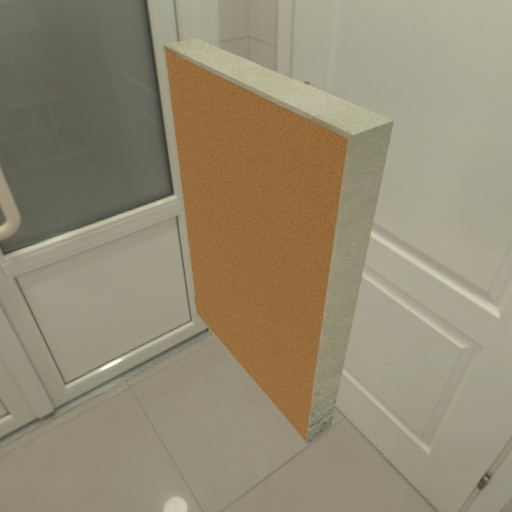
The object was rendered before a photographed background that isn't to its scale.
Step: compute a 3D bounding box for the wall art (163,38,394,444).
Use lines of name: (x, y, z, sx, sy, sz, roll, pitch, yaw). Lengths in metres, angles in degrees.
wall art: (0.000, 0.000, 0.481, 0.038, 0.381, 0.254, -25, 46, -27)
